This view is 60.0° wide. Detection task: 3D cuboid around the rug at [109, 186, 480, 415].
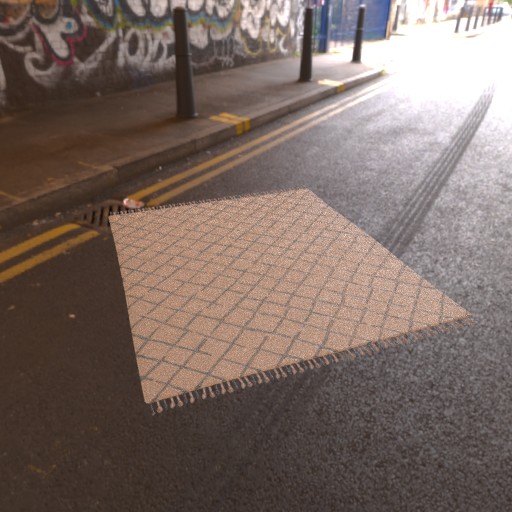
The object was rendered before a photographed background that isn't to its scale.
[{"bbox_3d":[0.000,0.000,4.891,2.892,0.036,3.585,-10,31,-18],"label":"rug"}]
